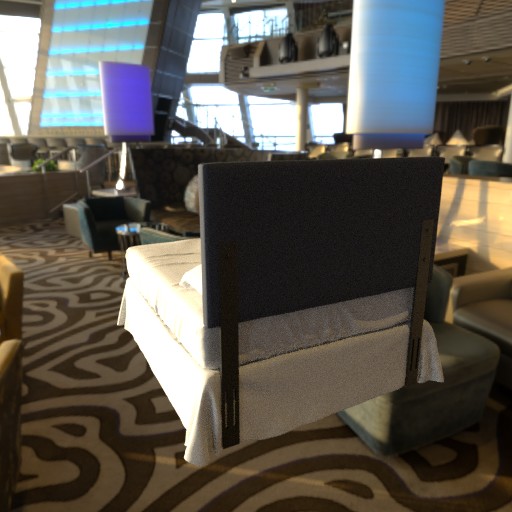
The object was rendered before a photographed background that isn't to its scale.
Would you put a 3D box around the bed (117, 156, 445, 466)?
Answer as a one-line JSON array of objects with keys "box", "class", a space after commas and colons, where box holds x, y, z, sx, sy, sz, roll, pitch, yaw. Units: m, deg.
[{"box": [0.000, 0.000, 3.490, 1.936, 1.577, 2.222, -8, 17, -26], "class": "bed"}]
